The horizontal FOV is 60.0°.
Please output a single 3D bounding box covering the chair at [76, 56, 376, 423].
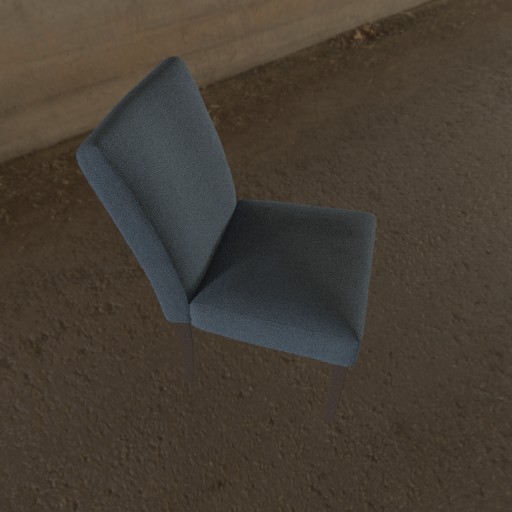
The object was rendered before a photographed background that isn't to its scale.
[{"bbox_3d":[0.000,0.000,1.234,0.629,0.882,0.487,11,48,10],"label":"chair"}]
